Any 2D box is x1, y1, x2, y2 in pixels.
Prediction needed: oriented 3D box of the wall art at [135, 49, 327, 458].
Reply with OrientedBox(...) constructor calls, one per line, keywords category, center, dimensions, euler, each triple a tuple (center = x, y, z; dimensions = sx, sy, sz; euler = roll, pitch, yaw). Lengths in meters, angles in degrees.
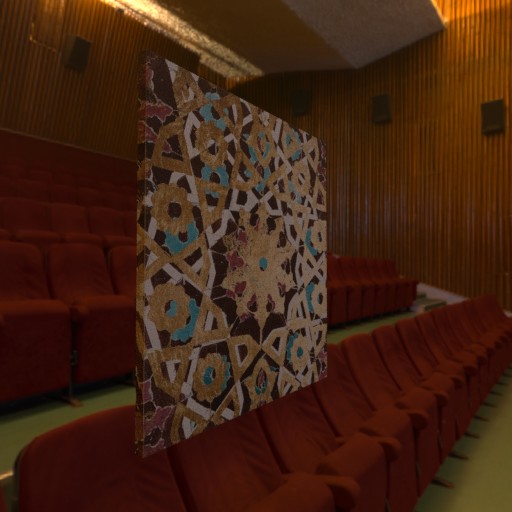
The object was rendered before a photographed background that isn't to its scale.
OrientedBox(category="wall art", center=(0.000, 0.000, 1.142), dimensions=(0.028, 0.762, 0.757), euler=(-1, -2, 35))
